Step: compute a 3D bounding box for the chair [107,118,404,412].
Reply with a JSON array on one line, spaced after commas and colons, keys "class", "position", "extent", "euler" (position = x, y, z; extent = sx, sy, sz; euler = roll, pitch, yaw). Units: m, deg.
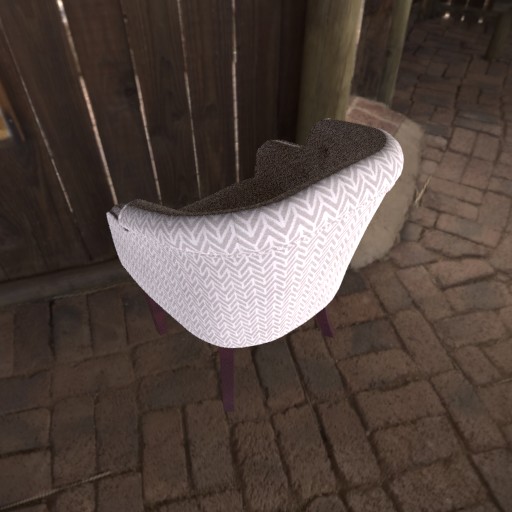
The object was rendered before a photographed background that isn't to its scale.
[{"class": "chair", "position": [0.000, 0.000, 1.302], "extent": [0.686, 0.858, 0.613], "euler": [-29, 52, -26]}]
